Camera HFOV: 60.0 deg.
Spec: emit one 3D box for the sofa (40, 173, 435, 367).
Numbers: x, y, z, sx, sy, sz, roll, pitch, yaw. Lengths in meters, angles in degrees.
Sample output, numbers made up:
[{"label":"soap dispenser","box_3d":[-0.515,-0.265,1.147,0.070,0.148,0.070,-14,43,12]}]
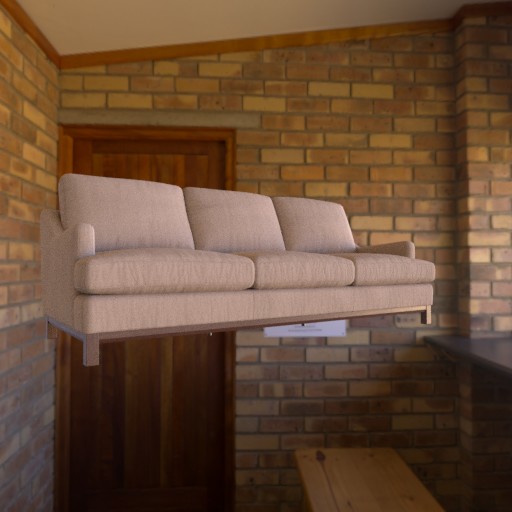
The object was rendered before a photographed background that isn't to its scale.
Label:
[{"label":"sofa","box_3d":[0.000,0.000,2.763,2.321,0.913,1.000,1,-2,-35]}]
